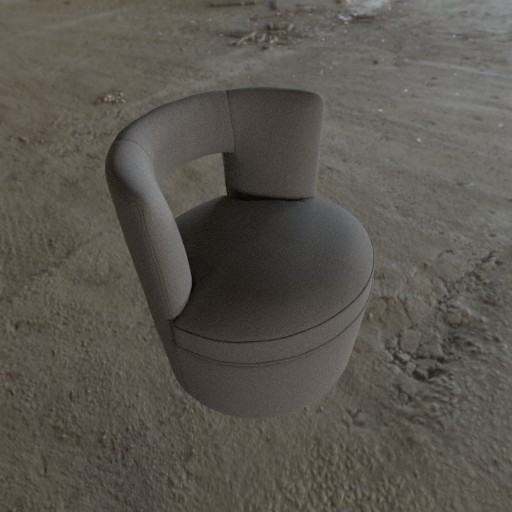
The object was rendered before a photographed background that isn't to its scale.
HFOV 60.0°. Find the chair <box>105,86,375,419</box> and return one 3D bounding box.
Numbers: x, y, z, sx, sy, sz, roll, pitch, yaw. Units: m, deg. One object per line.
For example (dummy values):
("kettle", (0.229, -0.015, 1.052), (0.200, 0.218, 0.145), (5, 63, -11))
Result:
("chair", (0.000, 0.000, 1.253), (0.660, 0.719, 0.689), (26, 47, 27))
